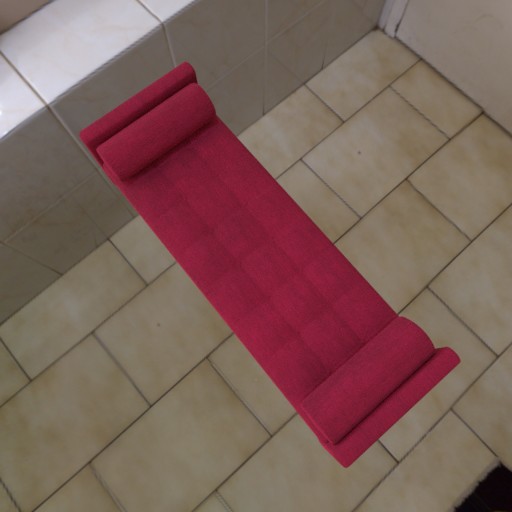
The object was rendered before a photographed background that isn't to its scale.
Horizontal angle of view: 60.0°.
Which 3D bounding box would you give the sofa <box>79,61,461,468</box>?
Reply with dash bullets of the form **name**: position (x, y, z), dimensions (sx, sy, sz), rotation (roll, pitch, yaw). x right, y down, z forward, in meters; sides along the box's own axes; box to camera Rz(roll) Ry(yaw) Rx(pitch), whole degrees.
- **sofa**: position (0.000, 0.000, 2.338), dimensions (0.686, 0.635, 1.981), rotation (-38, 78, -10)
